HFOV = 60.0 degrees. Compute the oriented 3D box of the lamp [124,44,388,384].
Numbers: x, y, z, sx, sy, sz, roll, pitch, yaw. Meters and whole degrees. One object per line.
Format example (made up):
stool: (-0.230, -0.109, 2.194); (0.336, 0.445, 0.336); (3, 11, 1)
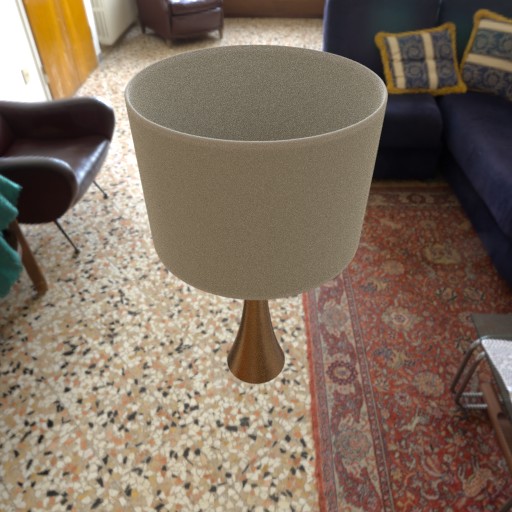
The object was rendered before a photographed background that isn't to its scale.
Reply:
lamp: (0.000, 0.000, 0.618); (0.268, 0.479, 0.268); (-24, 47, -25)
